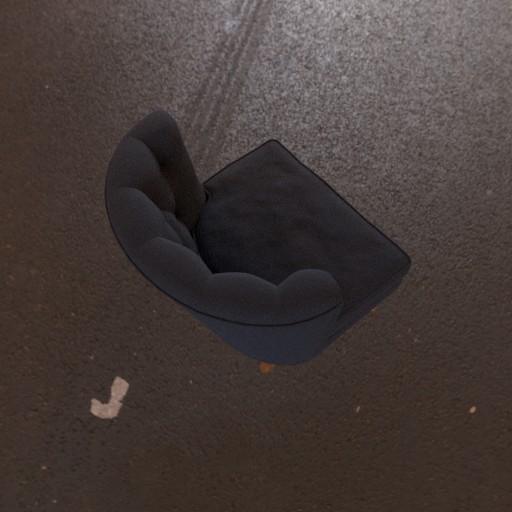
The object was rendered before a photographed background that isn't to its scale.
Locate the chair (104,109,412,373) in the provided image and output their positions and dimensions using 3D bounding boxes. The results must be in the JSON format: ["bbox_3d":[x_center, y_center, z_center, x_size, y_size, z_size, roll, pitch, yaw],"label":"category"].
[{"bbox_3d":[0.000,0.000,1.395,0.718,0.771,0.740,-34,65,-19],"label":"chair"}]
